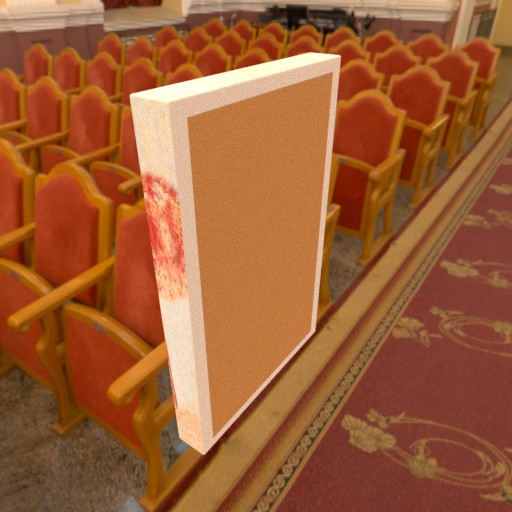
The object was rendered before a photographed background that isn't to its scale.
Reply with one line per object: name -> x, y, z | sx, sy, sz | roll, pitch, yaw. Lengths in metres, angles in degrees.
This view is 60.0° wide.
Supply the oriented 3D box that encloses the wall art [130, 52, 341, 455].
wall art -> 0.000, 0.000, 0.485 | 0.039, 0.380, 0.251 | 21, 38, 30
